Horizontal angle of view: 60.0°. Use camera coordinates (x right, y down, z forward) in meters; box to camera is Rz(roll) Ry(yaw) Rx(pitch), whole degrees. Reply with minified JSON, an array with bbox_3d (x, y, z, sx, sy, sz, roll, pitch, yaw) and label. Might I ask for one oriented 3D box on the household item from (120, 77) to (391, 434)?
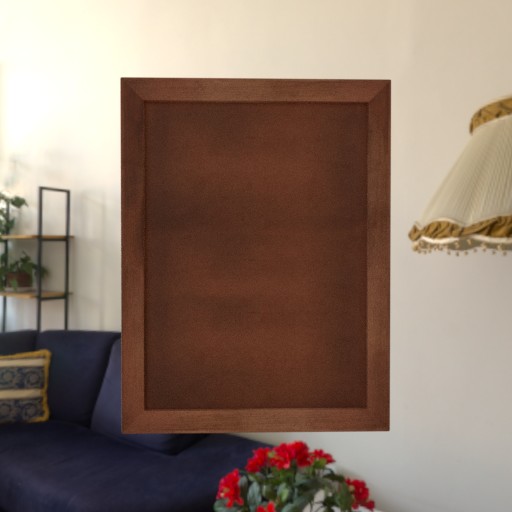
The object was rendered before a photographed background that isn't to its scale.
[{"bbox_3d":[0.000,0.000,0.542,0.310,0.407,0.067,0,1,-1],"label":"household item"}]
